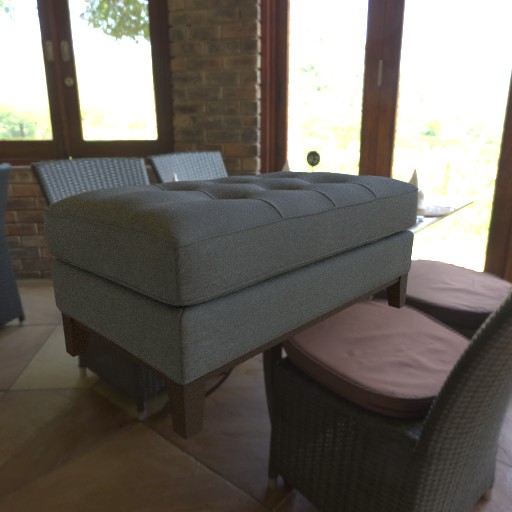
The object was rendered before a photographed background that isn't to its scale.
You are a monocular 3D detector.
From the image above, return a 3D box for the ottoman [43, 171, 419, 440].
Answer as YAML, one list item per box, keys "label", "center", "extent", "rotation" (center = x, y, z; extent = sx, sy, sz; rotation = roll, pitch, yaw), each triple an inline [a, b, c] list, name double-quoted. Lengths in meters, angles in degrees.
- label: "ottoman"
  center: [0.000, 0.000, 1.500]
  extent: [0.648, 0.514, 1.143]
  rotation: [14, 21, 41]
